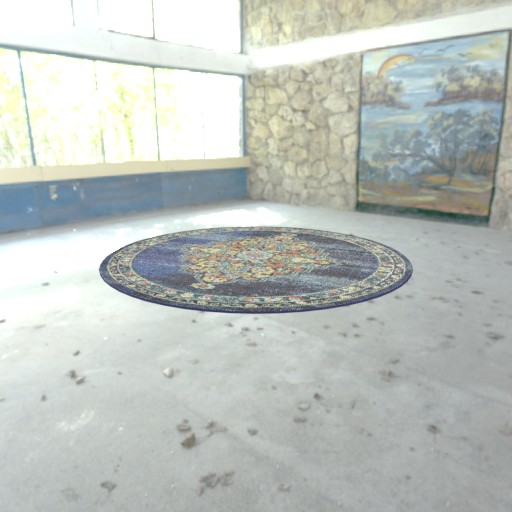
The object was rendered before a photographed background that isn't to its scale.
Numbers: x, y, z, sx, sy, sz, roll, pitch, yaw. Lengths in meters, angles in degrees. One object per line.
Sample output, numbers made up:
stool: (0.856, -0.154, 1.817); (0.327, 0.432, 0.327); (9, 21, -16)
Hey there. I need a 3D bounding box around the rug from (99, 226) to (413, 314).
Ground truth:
rug: (0.000, 0.000, 3.560); (2.386, 0.014, 2.386); (0, 15, 0)
